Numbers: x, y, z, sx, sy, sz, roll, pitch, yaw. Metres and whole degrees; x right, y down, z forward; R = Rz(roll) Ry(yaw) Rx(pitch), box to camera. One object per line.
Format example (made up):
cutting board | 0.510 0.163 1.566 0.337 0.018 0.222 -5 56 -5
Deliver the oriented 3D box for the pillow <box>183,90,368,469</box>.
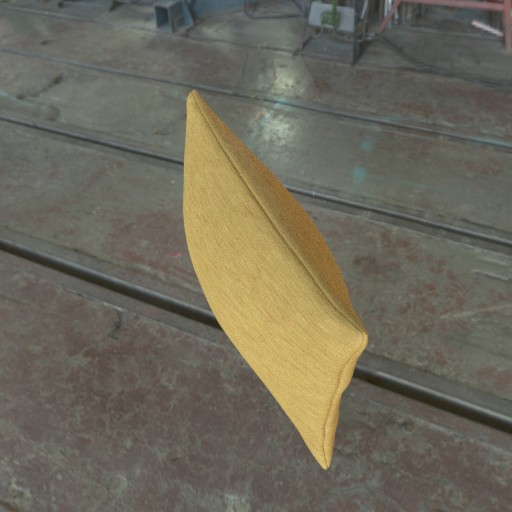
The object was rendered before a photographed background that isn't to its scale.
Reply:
pillow | 0.000 0.000 0.779 0.210 0.354 0.634 -16 47 -16
